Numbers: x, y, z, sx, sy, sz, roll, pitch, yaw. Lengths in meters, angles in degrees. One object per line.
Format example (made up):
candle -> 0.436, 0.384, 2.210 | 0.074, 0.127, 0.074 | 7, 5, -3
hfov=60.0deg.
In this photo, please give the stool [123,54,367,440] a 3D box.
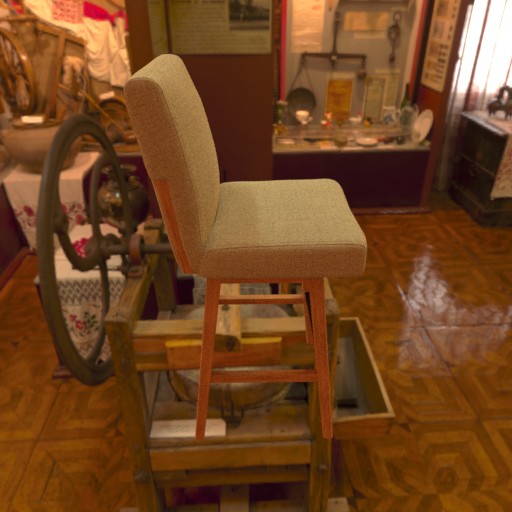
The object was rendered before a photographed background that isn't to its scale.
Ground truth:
stool -> 0.000, 0.000, 1.367 | 0.569, 1.106, 0.483 | -1, 31, -1
